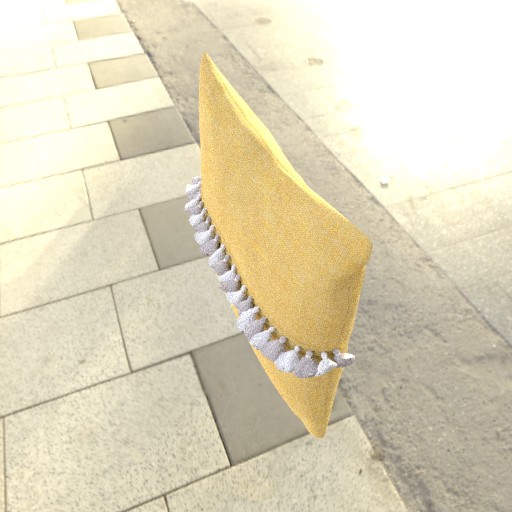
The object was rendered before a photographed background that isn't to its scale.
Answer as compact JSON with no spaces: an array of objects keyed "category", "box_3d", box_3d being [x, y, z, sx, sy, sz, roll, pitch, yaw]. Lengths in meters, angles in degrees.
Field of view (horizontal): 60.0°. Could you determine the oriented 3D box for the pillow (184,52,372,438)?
[{"category":"pillow","box_3d":[0.000,0.000,0.733,0.167,0.481,0.485,-18,50,-16]}]
